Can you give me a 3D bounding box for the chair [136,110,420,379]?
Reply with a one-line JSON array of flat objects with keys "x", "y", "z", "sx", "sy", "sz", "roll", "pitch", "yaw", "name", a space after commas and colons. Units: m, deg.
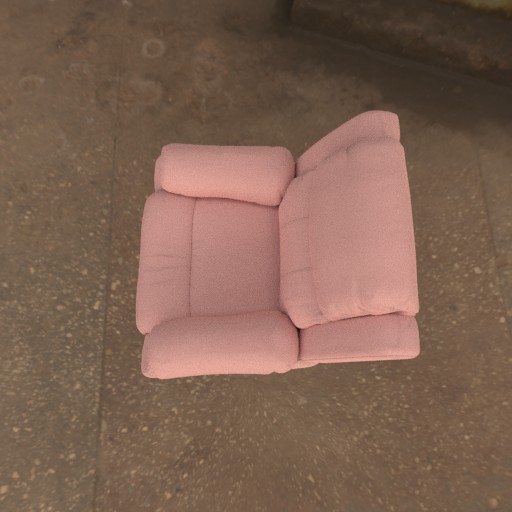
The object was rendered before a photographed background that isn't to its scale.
[{"x": 0.000, "y": 0.000, "z": 1.268, "sx": 0.709, "sy": 0.702, "sz": 0.680, "roll": 0, "pitch": 75, "yaw": 0, "name": "chair"}]
